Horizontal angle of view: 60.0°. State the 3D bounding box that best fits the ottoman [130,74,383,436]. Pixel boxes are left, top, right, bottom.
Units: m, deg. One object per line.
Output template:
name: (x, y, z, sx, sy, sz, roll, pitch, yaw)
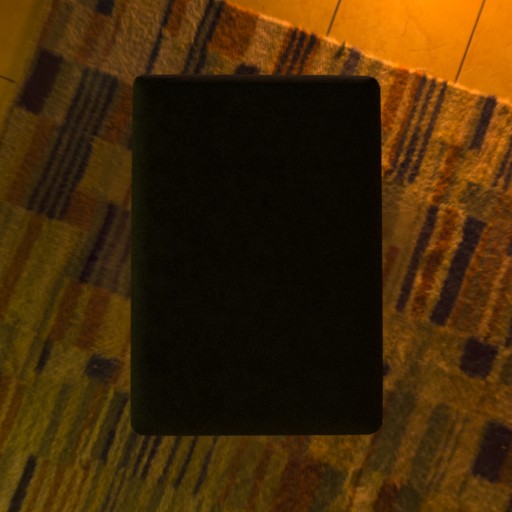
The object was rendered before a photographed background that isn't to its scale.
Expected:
ottoman: (0.000, 0.000, 1.211, 0.587, 0.498, 0.835, 0, 88, -1)
